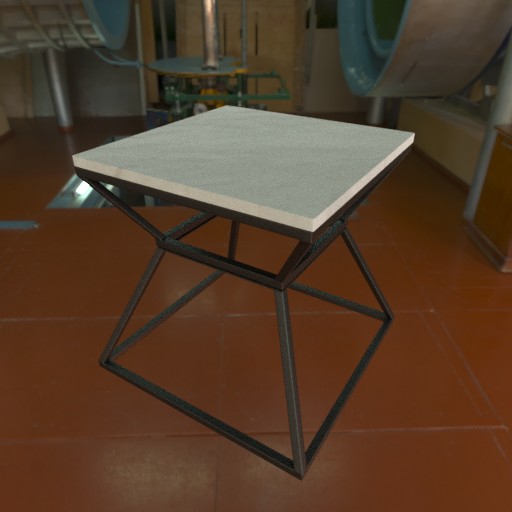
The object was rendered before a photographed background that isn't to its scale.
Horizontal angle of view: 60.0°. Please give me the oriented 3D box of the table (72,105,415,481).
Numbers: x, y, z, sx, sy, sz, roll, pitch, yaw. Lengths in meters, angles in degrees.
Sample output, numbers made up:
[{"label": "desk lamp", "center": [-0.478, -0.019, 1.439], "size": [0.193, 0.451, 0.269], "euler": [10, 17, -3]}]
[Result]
[{"label": "table", "center": [0.000, 0.000, 0.837], "size": [0.455, 0.431, 0.455], "euler": [18, 35, 27]}]
